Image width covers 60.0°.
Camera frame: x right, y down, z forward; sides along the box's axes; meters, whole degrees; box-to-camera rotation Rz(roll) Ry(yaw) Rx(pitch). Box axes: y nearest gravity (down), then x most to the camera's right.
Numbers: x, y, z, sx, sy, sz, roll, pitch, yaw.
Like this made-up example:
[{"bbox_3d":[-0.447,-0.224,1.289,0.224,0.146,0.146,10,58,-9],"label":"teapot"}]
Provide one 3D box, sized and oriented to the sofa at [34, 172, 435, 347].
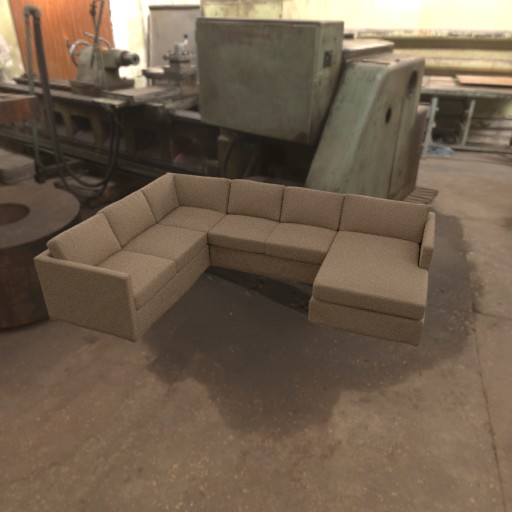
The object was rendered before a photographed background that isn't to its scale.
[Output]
[{"bbox_3d":[0.000,0.000,4.619,3.460,0.882,2.427,10,30,18],"label":"sofa"}]
